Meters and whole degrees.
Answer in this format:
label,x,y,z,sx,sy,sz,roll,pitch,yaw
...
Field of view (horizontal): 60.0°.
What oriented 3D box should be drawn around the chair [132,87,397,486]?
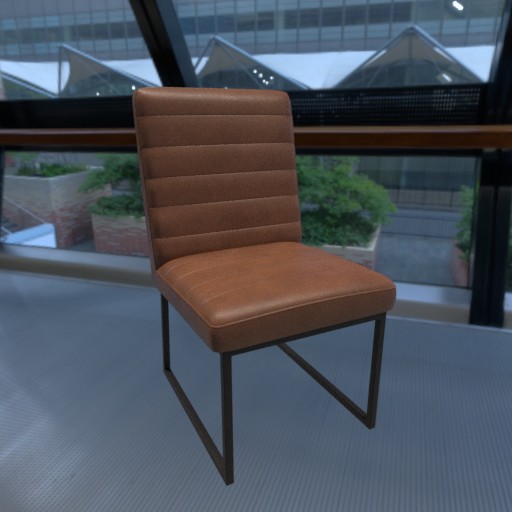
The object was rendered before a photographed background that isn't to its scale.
label,x,y,z,sx,sy,sz,roll,pitch,yaw
chair,0.000,0.000,1.280,0.520,0.930,0.634,-9,20,-25
